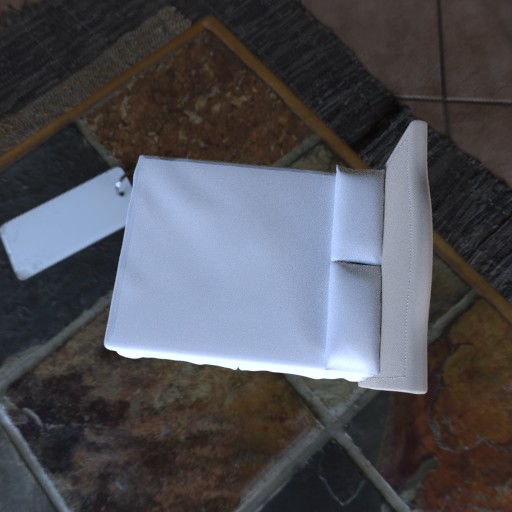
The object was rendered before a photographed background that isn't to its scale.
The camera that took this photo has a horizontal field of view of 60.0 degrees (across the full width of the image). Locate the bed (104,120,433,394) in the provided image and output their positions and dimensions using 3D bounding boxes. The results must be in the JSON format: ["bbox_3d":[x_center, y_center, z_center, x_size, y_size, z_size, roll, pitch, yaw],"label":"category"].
[{"bbox_3d":[0.000,0.000,3.207,2.052,1.398,1.678,6,75,2],"label":"bed"}]
